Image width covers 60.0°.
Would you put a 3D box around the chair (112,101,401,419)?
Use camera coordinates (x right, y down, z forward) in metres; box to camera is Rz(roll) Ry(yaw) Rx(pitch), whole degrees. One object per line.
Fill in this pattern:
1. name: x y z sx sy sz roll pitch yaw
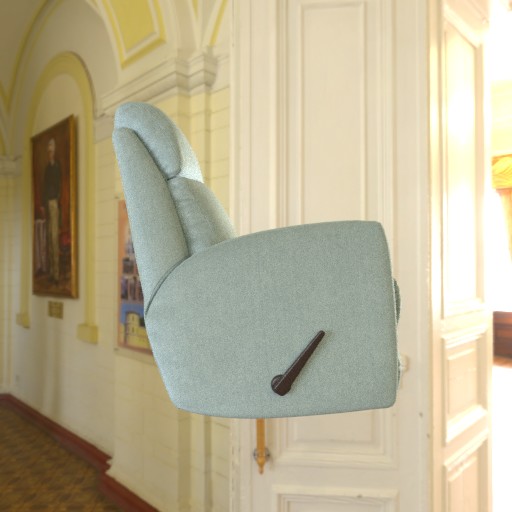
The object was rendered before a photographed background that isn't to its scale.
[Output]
1. chair: 0.000 0.000 1.680 0.940 1.013 0.812 0 -1 0
